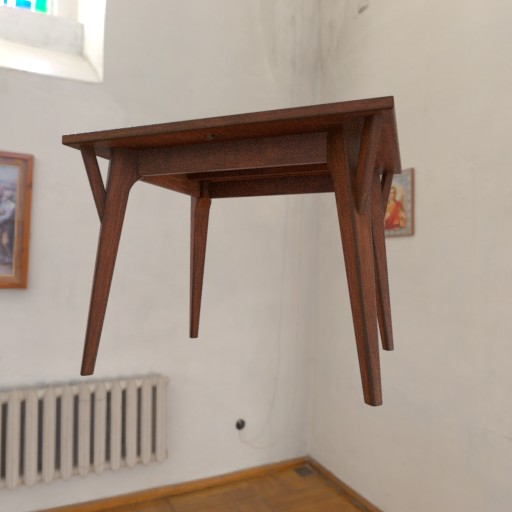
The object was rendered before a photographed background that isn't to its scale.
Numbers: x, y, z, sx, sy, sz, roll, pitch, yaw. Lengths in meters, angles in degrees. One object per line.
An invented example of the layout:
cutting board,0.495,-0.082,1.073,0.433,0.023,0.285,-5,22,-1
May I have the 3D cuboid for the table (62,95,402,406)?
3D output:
table,0.000,0.000,1.610,0.991,0.761,0.838,0,-1,19
